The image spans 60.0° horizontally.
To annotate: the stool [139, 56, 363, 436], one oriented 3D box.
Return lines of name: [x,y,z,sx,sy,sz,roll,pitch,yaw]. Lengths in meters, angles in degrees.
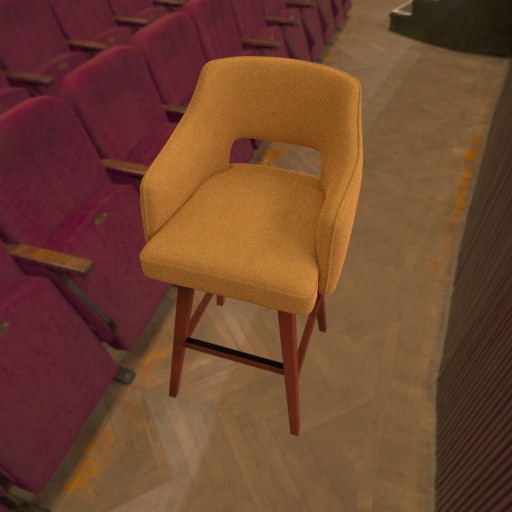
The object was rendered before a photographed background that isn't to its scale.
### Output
stool: [0.000,0.000,1.370,0.548,1.012,0.558,13,44,13]
